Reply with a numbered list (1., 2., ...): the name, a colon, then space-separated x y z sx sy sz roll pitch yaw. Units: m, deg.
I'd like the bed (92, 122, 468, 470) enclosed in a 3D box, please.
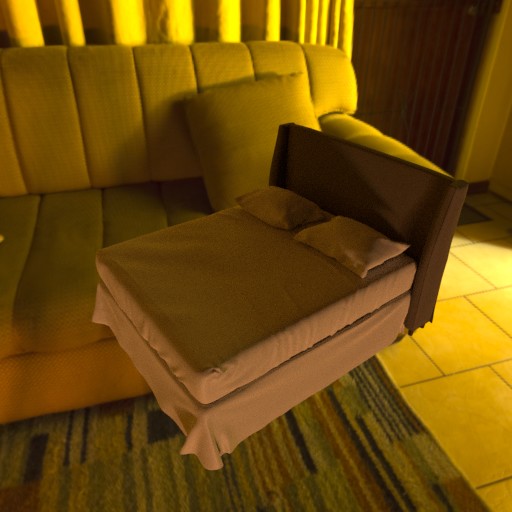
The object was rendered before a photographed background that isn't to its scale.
1. bed: 0.000 0.000 3.458 2.276 1.332 1.925 -22 38 -30
